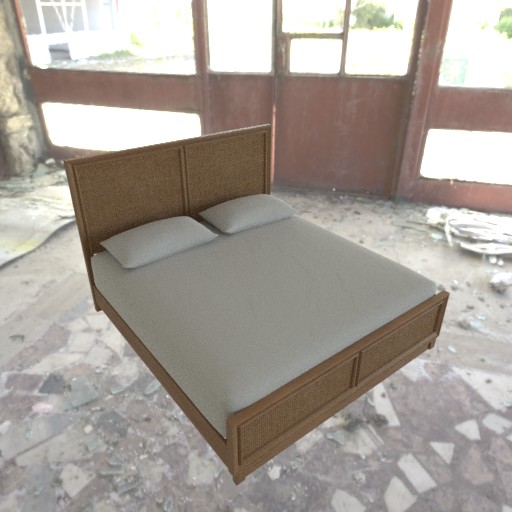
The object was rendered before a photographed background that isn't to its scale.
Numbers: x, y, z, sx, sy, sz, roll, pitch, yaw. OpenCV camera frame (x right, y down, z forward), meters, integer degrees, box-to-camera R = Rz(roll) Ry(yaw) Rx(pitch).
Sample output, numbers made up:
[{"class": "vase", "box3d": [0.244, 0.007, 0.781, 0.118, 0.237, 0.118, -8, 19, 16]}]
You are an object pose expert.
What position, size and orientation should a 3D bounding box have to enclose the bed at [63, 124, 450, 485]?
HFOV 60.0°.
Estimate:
[{"class": "bed", "box3d": [0.000, 0.000, 3.470, 2.003, 1.387, 2.184, -21, 35, -32]}]
